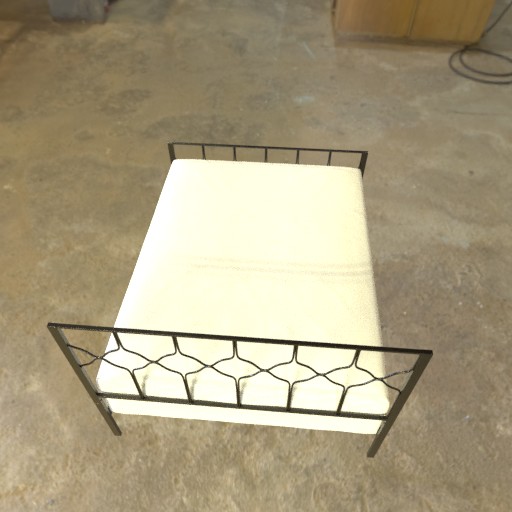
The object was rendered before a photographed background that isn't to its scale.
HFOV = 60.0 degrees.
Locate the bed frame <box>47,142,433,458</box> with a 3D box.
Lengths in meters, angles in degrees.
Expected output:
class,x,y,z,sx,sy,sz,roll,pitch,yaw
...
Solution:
class,x,y,z,sx,sy,sz,roll,pitch,yaw
bed frame,0.000,0.000,2.963,1.597,1.222,2.063,4,48,3
